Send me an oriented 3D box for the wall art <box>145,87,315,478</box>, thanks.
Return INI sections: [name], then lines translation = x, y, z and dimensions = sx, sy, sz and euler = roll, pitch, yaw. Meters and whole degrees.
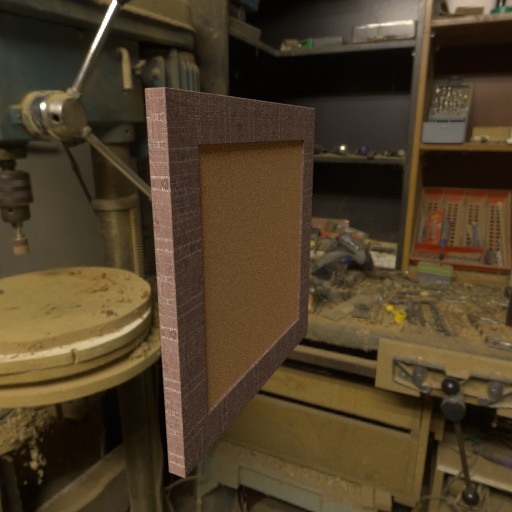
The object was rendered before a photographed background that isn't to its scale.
[wall art]
translation = 0.000, 0.000, 0.806
dimensions = 0.029, 0.531, 0.531
euler = 7, 17, 25
